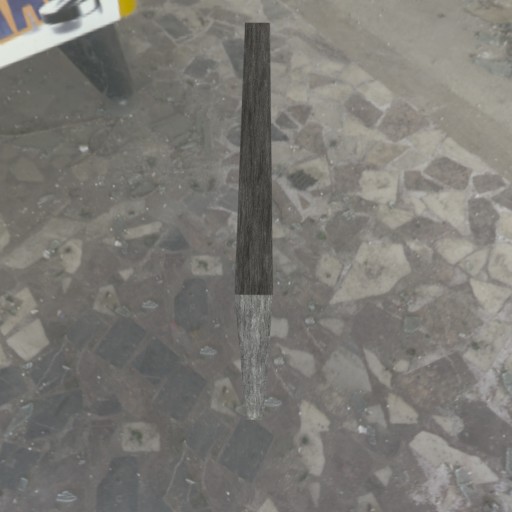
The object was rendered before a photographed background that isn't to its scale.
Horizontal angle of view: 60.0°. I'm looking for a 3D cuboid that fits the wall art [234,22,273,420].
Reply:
[{"bbox_3d":[0.000,0.000,1.356,0.063,1.016,0.762,0,59,0],"label":"wall art"}]
